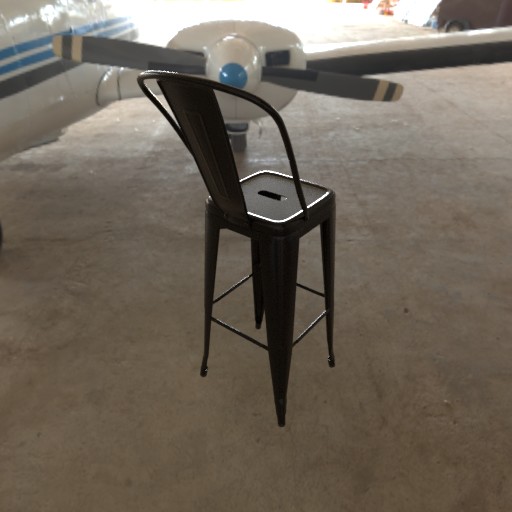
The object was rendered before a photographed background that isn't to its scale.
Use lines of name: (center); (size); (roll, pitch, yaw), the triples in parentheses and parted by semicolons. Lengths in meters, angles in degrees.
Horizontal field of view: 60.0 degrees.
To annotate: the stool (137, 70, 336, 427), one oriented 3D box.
stool: (0.000, 0.000, 1.333); (0.399, 1.096, 0.513); (22, 38, 31)
